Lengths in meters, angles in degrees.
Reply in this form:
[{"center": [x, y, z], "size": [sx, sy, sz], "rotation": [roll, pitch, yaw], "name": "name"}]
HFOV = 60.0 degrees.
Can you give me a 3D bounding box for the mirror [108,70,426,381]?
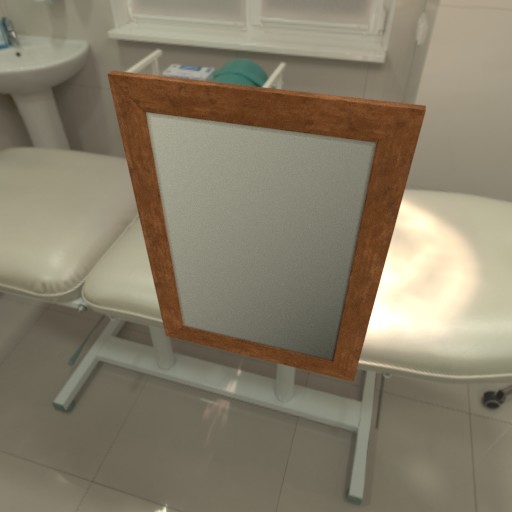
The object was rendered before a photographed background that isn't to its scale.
[{"center": [0.000, 0.000, 1.445], "size": [0.796, 1.099, 0.028], "rotation": [11, 43, 12], "name": "mirror"}]
